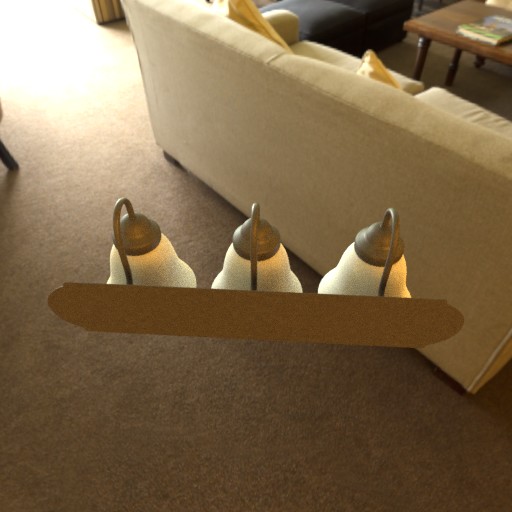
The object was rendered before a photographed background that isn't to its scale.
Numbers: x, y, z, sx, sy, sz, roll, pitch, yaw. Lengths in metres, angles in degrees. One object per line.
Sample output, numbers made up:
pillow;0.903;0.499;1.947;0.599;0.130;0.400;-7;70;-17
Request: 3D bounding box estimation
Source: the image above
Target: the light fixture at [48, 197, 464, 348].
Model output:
light fixture;0.000;0.000;0.703;0.610;0.222;0.199;2;46;2
